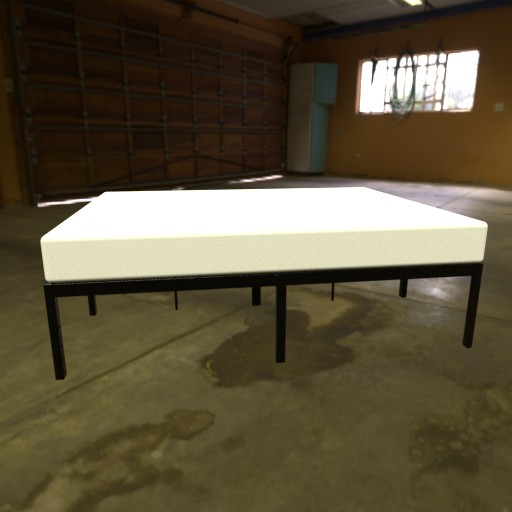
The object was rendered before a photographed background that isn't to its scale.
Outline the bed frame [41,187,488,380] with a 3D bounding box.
[{"bbox_3d":[0.000,0.000,2.789,2.072,0.659,1.557,-2,15,-9],"label":"bed frame"}]
